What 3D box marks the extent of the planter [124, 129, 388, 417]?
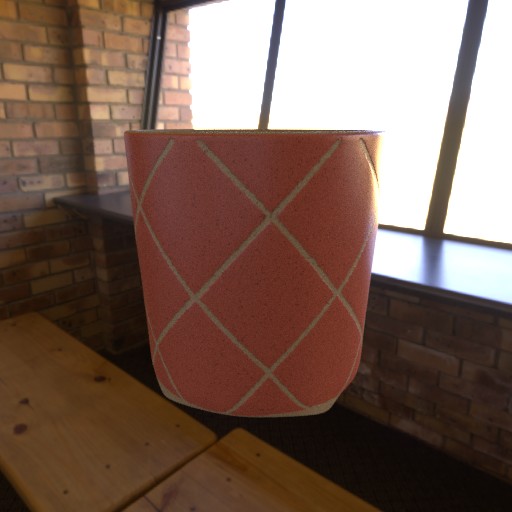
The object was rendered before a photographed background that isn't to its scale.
[{"bbox_3d":[0.000,0.000,0.429,0.227,0.235,0.227,0,17,0],"label":"planter"}]
